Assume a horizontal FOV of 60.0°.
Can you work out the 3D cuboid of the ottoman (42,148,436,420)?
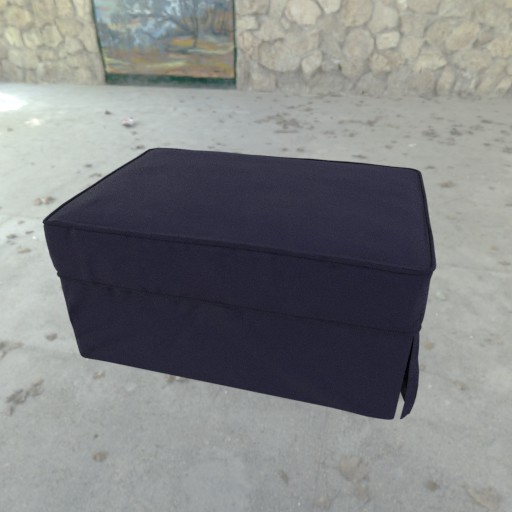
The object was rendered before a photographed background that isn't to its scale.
[{"bbox_3d":[0.000,0.000,1.305,0.938,0.503,0.637,8,31,13],"label":"ottoman"}]
